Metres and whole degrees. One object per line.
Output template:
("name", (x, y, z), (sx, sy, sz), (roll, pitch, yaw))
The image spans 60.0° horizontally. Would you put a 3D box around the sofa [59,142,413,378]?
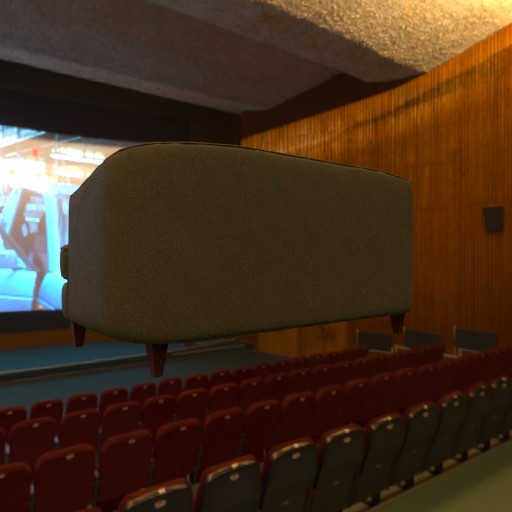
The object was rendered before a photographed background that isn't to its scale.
("sofa", (0.000, 0.000, 2.295), (1.733, 0.855, 0.941), (0, 0, -37))
